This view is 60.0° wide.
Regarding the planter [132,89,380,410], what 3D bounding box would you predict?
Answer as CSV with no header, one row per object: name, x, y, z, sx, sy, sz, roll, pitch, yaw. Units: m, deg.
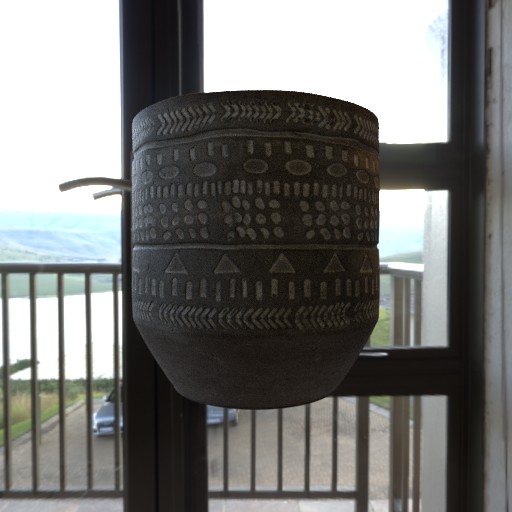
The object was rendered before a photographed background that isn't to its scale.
planter,0.000,0.000,0.264,0.142,0.149,0.142,0,1,0
